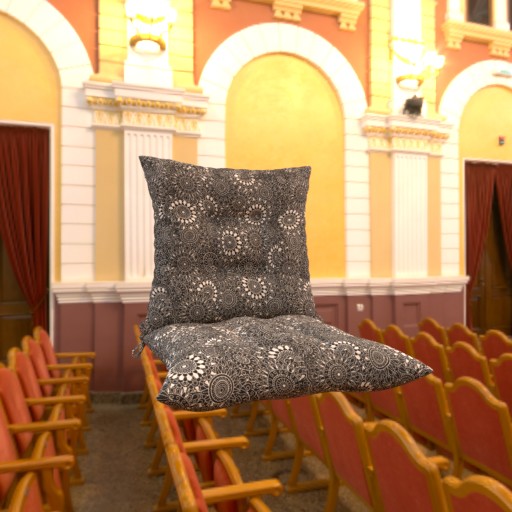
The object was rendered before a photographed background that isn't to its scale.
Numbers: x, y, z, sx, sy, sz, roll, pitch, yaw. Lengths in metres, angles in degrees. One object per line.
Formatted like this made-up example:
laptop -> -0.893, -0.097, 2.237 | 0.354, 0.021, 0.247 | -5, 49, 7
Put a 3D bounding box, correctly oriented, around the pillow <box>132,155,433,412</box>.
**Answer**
pillow -> 0.000, 0.000, 1.019 | 0.541, 0.536, 0.585 | 0, 0, -18
